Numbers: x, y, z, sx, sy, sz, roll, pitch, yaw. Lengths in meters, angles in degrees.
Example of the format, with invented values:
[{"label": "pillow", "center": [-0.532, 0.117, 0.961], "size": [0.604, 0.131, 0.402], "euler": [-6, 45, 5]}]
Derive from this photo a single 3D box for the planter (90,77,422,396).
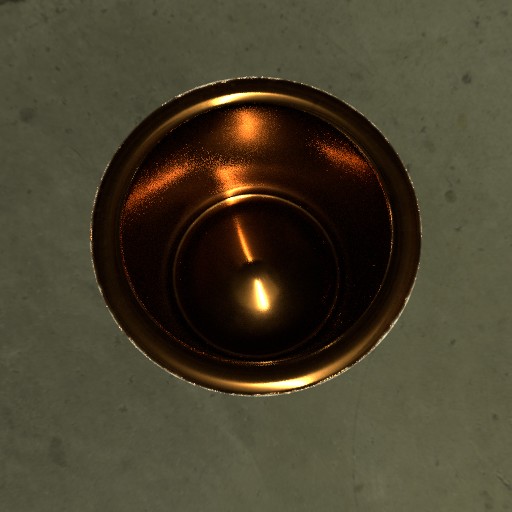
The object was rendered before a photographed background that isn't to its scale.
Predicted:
[{"label": "planter", "center": [0.000, 0.000, 0.307], "size": [0.177, 0.157, 0.177], "euler": [0, 77, 0]}]
